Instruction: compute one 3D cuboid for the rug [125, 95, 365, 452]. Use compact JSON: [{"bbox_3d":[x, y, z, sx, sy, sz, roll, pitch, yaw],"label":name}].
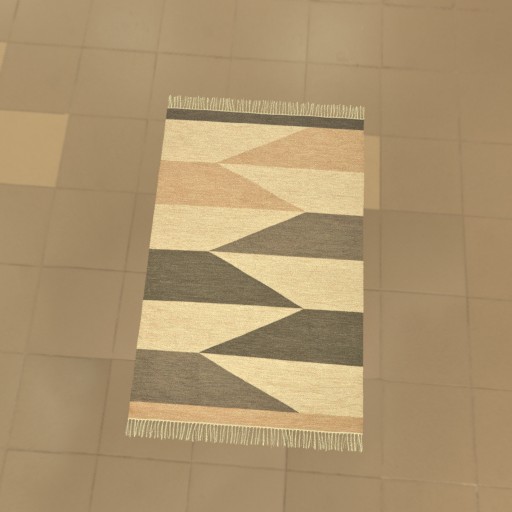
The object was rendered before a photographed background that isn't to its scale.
[{"bbox_3d":[0.000,0.000,2.523,1.224,0.027,2.021,4,76,1],"label":"rug"}]
